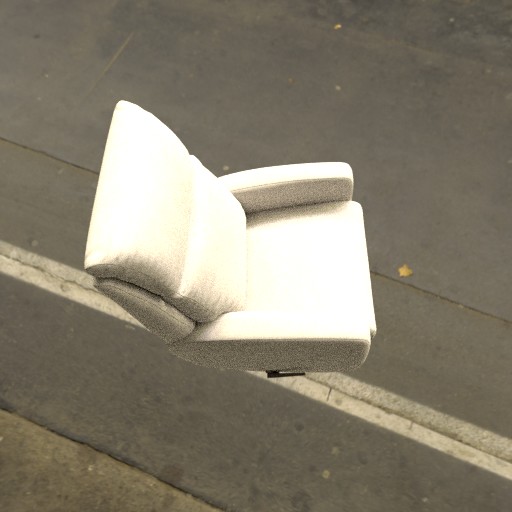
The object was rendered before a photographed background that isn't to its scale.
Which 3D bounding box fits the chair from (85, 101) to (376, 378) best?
[{"bbox_3d":[0.000,0.000,1.705,0.941,1.015,0.812,0,64,0],"label":"chair"}]
